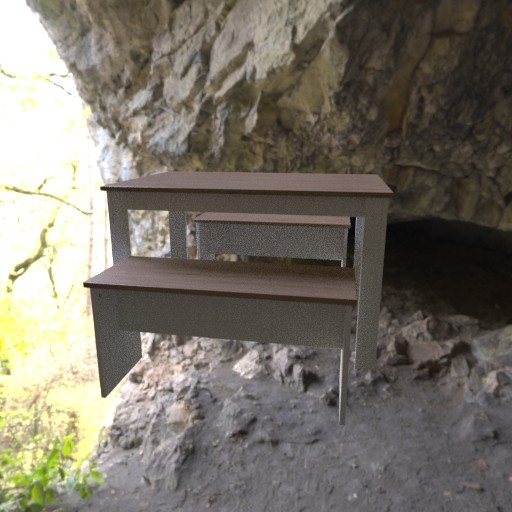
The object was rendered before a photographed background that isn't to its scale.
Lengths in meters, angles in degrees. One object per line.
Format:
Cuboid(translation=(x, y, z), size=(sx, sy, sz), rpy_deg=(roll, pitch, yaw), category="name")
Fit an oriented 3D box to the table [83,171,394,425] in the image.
Cuboid(translation=(0.000, 0.000, 2.055), size=(1.100, 0.700, 1.443), rpy_deg=(3, 16, 10), category="table")
